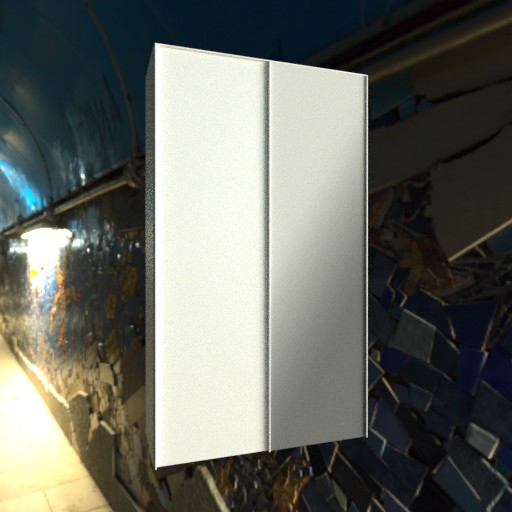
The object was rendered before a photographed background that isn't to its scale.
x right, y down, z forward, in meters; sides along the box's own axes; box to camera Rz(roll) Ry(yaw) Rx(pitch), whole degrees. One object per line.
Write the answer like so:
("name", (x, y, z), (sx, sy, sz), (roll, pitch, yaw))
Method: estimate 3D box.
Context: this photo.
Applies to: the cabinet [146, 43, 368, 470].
("cabinet", (0.000, 0.000, 2.662), (1.250, 2.160, 0.480), (0, 0, -19))
